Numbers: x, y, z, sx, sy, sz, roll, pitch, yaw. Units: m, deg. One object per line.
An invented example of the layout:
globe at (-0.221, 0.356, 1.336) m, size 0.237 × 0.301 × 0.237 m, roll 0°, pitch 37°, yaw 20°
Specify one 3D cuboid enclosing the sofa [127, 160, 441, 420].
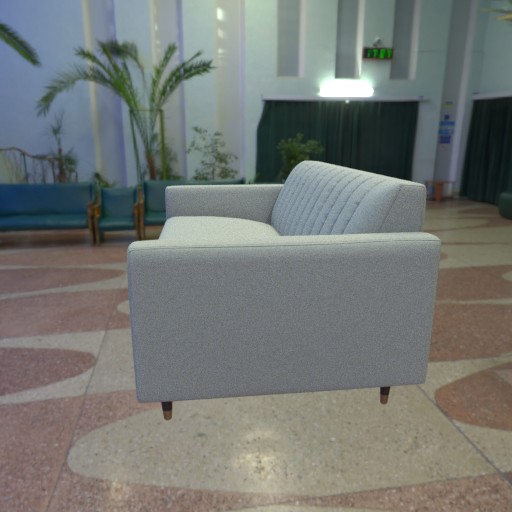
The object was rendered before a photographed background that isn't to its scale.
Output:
sofa at (0.000, 0.000, 2.075) m, size 0.950 × 0.801 × 1.585 m, roll -2°, pitch 15°, yaw -7°
